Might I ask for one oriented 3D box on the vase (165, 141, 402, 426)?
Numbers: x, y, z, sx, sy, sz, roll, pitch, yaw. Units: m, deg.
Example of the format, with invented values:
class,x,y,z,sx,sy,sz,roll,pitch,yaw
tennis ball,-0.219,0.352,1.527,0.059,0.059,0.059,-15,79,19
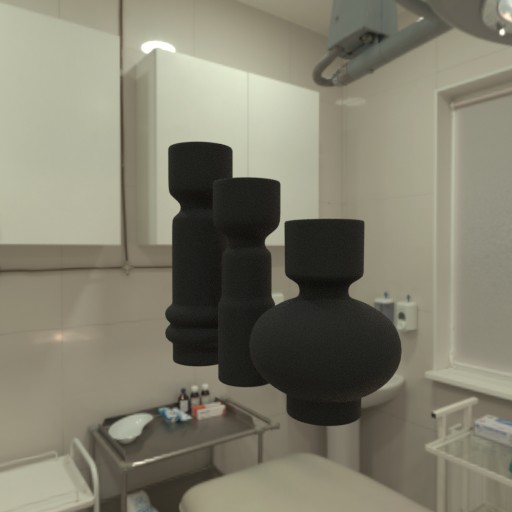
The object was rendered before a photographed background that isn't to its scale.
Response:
class,x,y,z,sx,sy,sz,roll,pitch,yaw
vase,0.000,0.000,0.432,0.120,0.249,0.307,-1,1,-36
